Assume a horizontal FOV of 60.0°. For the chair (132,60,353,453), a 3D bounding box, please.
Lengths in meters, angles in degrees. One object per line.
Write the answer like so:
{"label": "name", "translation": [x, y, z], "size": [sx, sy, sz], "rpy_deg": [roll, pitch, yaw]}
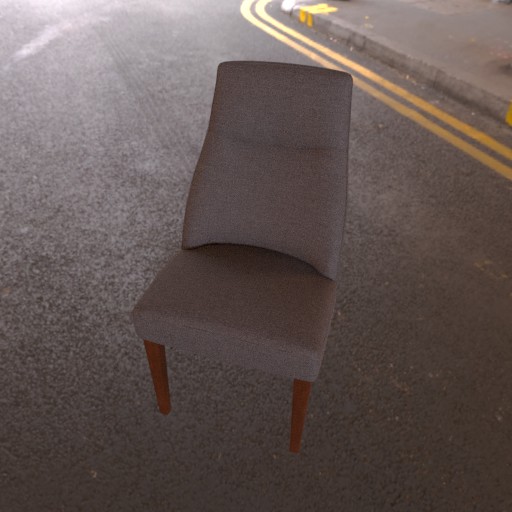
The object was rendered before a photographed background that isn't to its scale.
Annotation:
{"label": "chair", "translation": [0.000, 0.000, 1.297], "size": [0.500, 0.930, 0.620], "rpy_deg": [11, 41, 13]}
